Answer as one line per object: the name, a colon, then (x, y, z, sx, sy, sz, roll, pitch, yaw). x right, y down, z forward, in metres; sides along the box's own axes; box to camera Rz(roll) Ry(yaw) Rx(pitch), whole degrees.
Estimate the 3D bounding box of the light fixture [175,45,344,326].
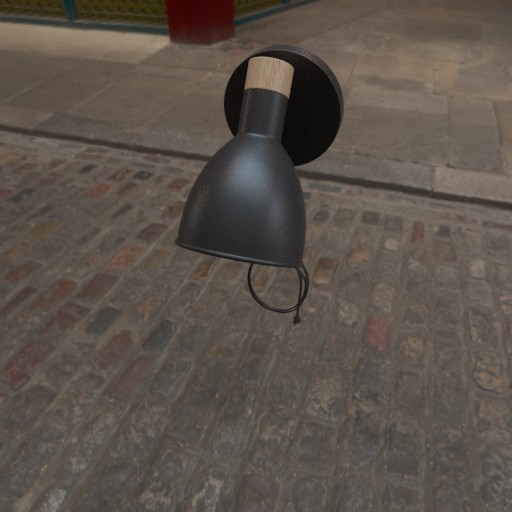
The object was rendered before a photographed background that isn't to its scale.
light fixture: (0.000, 0.000, 0.489, 0.127, 0.401, 0.203, 12, 42, 13)
